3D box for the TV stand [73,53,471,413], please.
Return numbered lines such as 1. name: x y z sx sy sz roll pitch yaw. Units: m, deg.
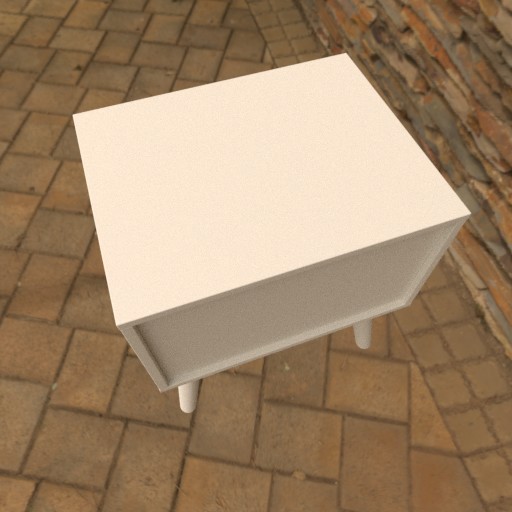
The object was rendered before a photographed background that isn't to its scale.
1. TV stand: 0.000 0.000 0.924 0.508 0.559 0.405 -17 59 -10
